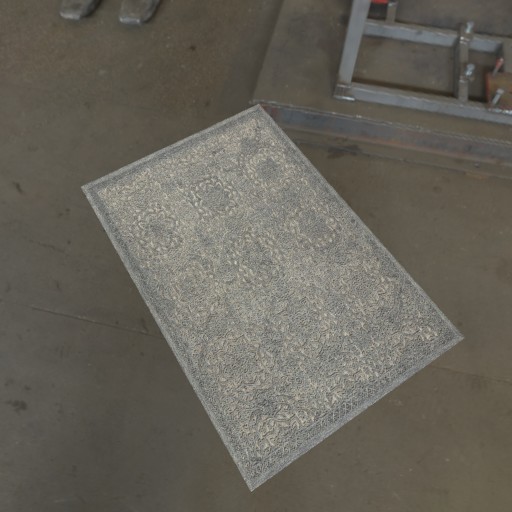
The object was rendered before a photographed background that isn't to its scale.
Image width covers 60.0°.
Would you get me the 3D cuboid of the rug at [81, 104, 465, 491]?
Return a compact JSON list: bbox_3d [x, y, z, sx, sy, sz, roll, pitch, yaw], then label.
[{"bbox_3d":[0.000,0.000,2.327,1.208,0.012,1.819,-29,66,-14],"label":"rug"}]
